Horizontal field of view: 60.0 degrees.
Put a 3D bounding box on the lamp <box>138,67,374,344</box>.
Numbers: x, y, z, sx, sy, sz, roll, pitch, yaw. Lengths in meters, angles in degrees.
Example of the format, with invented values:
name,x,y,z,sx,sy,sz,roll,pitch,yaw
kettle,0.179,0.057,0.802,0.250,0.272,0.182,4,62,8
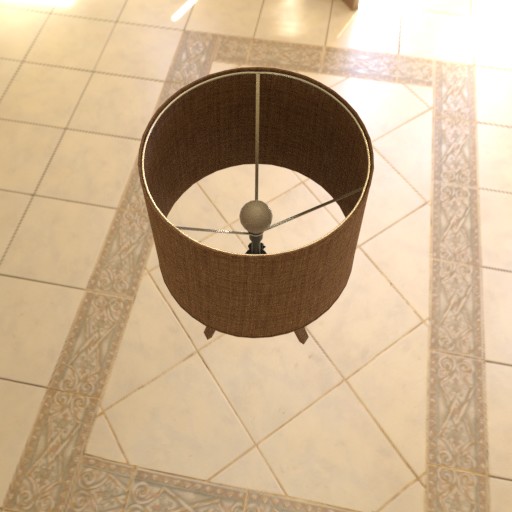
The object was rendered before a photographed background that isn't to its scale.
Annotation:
name,x,y,z,sx,sy,sz,roll,pitch,yaw
lamp,0.000,0.000,0.700,0.290,0.514,0.290,0,65,0
